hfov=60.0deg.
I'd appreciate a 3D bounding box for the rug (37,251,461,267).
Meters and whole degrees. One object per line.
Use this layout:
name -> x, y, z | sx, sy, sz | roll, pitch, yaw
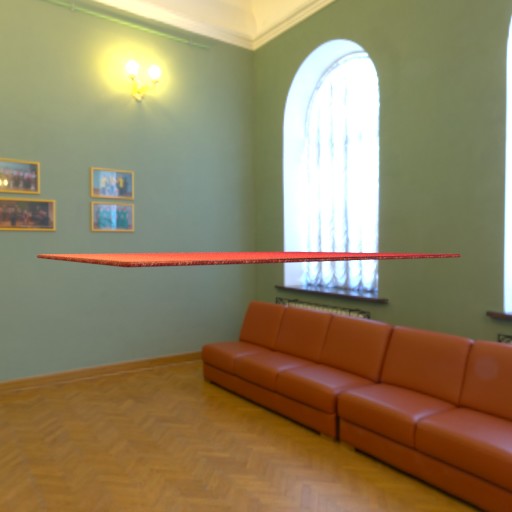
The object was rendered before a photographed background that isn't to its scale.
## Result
rug -> 0.000, 0.000, 2.286 | 1.835, 0.018, 1.230 | -1, 2, -37
